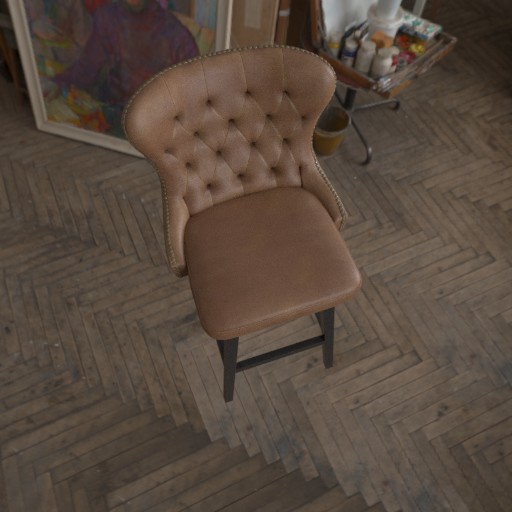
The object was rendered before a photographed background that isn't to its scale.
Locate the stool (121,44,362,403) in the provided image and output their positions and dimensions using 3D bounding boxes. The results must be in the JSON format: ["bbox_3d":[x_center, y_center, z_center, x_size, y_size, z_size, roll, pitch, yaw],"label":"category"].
[{"bbox_3d":[0.000,0.000,1.382,0.528,1.050,0.601,-16,63,-8],"label":"stool"}]
